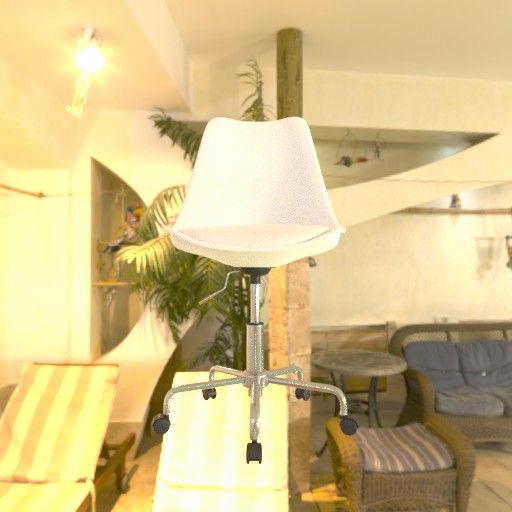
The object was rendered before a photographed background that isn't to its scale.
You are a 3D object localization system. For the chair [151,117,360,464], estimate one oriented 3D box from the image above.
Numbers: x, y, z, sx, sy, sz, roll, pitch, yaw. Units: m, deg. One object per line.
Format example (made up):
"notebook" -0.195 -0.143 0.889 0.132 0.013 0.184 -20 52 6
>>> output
"chair" 0.000 0.000 1.243 0.550 0.930 0.550 0 -1 1
